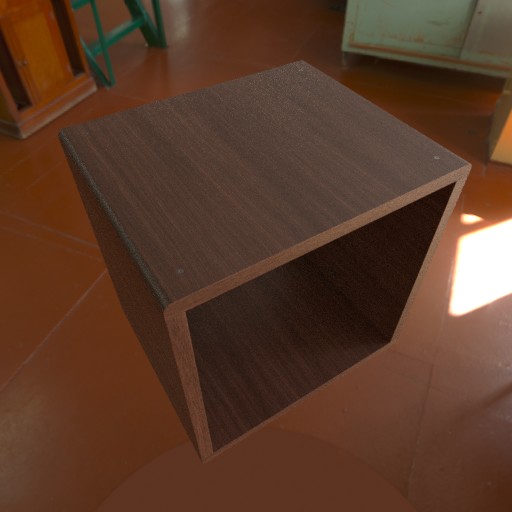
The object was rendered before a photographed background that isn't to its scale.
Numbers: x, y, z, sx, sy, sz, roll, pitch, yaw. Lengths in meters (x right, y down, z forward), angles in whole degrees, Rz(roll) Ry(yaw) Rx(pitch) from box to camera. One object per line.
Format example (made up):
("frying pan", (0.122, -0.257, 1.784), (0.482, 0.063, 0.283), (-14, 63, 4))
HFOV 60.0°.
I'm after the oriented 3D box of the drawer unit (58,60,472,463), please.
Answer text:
("drawer unit", (0.000, 0.000, 0.606), (0.349, 0.351, 0.290), (-25, 52, -21))
